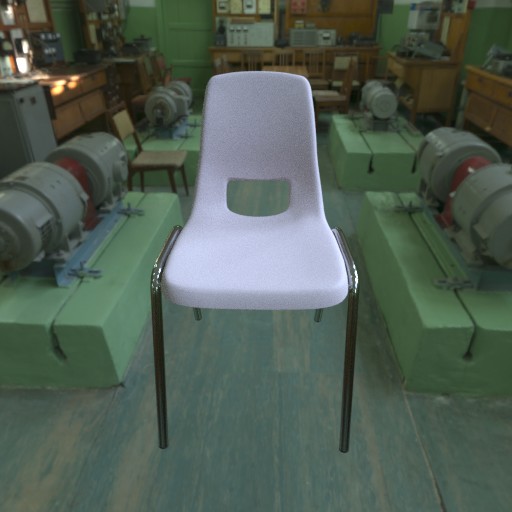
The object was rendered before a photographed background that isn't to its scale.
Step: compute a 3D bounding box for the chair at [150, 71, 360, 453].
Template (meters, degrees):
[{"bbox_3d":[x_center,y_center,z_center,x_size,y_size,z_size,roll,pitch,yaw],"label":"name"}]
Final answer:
[{"bbox_3d":[0.000,0.000,0.908,0.381,0.653,0.436,1,30,1],"label":"chair"}]
